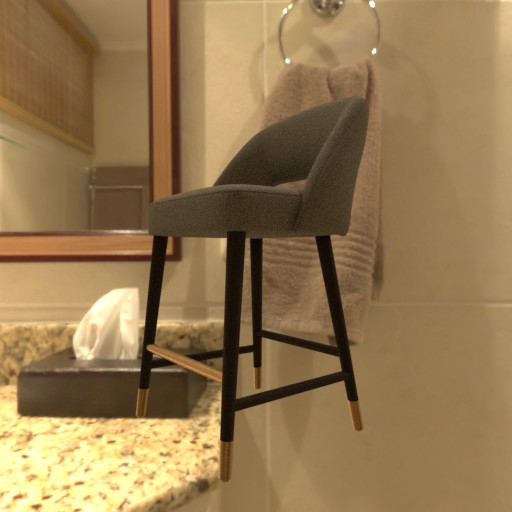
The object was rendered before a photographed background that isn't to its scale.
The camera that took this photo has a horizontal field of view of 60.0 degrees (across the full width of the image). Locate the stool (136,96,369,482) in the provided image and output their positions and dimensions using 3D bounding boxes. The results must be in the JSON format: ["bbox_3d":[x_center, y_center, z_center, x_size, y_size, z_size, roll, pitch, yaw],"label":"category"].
[{"bbox_3d":[0.000,0.000,1.242,0.524,0.925,0.536,-1,1,-37],"label":"stool"}]
